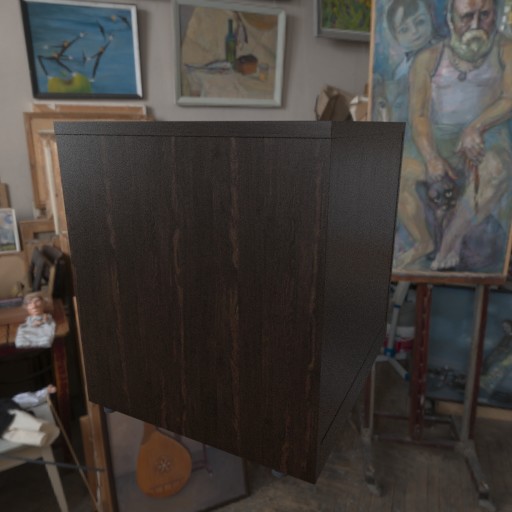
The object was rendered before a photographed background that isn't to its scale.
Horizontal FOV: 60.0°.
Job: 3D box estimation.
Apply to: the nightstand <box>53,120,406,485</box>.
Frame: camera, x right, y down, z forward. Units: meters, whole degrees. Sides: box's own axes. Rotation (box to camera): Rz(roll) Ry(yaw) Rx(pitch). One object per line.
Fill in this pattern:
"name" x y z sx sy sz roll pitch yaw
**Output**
"nightstand" 0.000 0.000 0.841 0.427 0.487 0.489 8 19 26
